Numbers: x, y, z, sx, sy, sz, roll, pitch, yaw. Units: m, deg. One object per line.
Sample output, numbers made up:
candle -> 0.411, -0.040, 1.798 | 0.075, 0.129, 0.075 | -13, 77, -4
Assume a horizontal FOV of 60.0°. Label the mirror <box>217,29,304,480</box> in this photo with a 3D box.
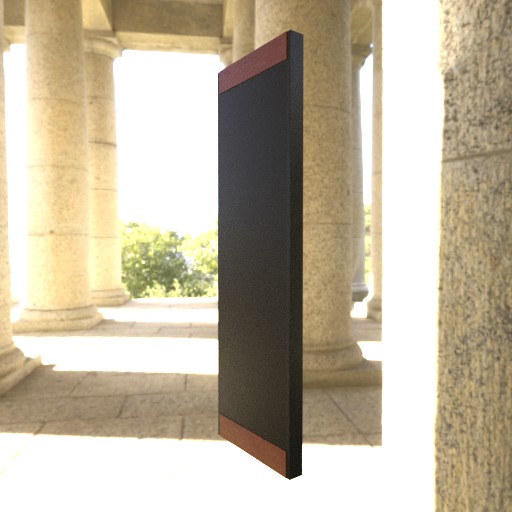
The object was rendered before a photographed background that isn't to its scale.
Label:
mirror -> 0.000, 0.000, 1.253 | 0.047, 1.123, 0.343 | -1, 2, -36
